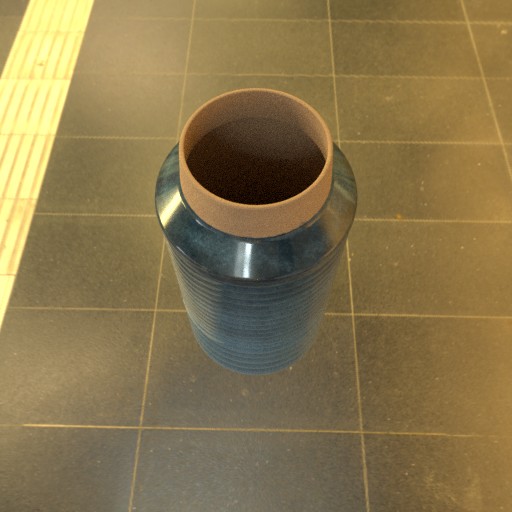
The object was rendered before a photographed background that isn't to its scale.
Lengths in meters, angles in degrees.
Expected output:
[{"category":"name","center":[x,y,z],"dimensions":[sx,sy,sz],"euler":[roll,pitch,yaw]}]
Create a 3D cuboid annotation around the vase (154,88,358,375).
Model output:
[{"category":"vase","center":[0.000,0.000,0.416],"dimensions":[0.163,0.316,0.163],"euler":[0,64,0]}]
